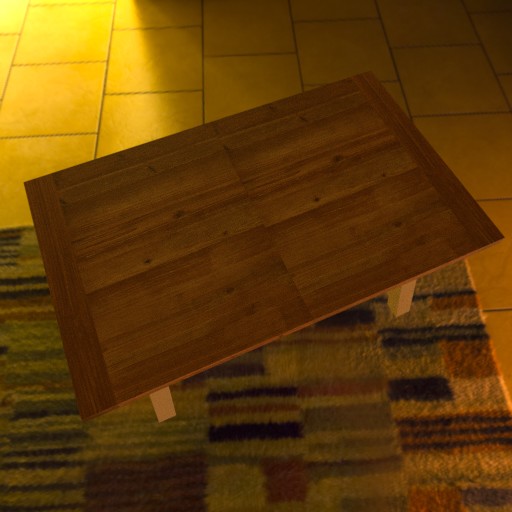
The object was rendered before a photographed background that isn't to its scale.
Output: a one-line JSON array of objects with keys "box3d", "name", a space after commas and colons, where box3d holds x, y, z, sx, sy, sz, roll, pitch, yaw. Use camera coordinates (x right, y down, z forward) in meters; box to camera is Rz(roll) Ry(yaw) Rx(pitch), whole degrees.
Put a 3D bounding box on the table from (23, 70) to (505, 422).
[{"box3d": [0.000, 0.000, 1.938, 1.503, 0.743, 0.922, -21, 65, -11], "name": "table"}]
